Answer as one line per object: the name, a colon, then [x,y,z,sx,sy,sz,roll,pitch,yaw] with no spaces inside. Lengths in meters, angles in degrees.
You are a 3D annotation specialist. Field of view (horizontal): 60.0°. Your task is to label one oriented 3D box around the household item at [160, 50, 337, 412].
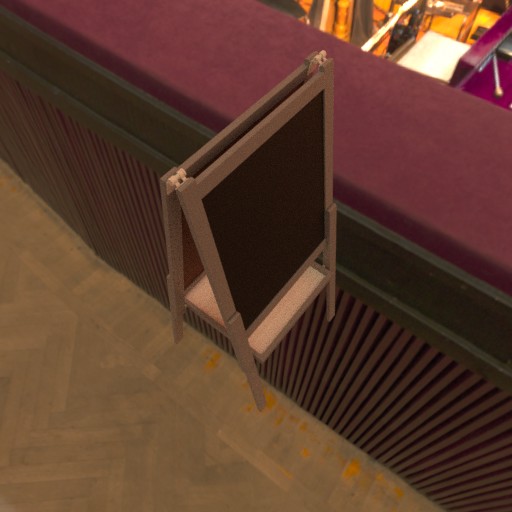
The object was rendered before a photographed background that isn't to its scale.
household item: [0.000,0.000,1.441,0.469,1.172,0.531,33,63,20]
